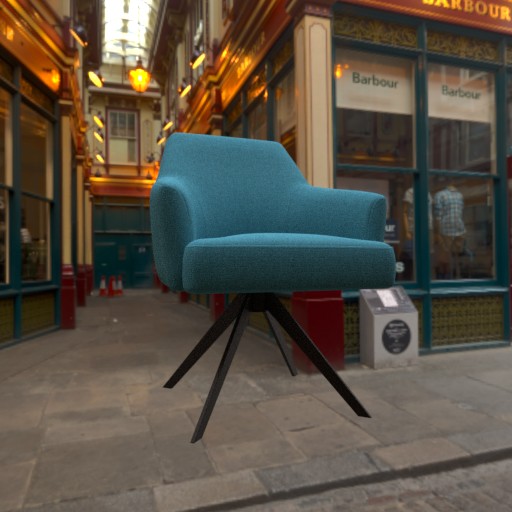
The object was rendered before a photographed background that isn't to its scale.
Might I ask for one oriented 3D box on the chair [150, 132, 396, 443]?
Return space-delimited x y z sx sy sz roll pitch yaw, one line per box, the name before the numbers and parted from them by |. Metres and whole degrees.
chair | 0.000 0.000 1.344 0.642 0.874 0.677 0 0 -20
